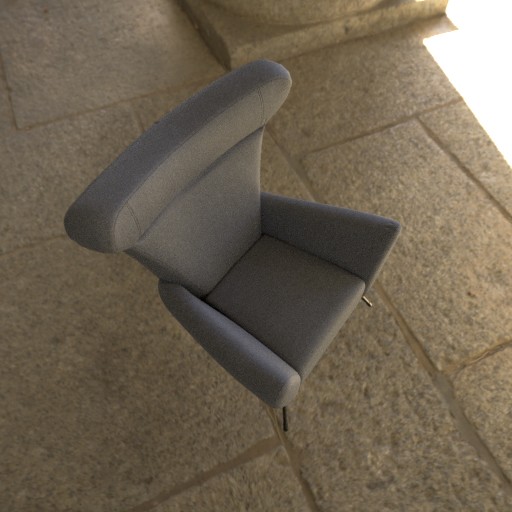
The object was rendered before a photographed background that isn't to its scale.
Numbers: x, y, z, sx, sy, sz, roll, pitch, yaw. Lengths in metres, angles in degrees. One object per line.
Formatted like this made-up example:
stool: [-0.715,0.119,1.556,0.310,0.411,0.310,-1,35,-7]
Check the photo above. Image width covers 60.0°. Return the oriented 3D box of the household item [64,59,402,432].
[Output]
household item: [0.000,0.000,1.774,0.900,1.050,0.980,32,63,19]
